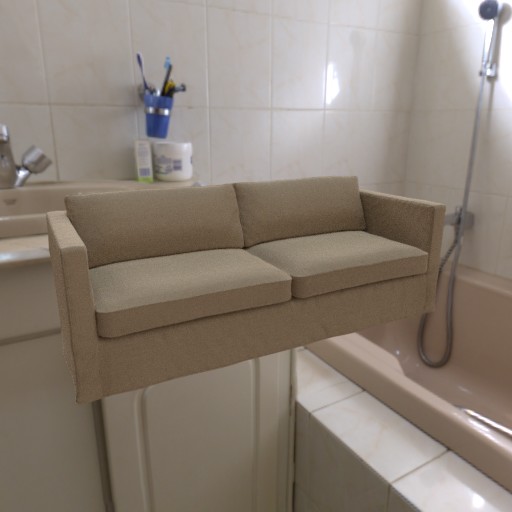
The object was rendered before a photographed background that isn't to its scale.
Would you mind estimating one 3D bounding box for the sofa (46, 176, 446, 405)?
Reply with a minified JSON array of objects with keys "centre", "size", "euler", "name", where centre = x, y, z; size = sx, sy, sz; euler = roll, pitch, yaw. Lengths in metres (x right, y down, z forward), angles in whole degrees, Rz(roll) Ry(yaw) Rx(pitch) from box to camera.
[{"centre":[0.000,0.000,2.765],"size":[2.312,0.853,0.962],"euler":[-8,18,-27],"name":"sofa"}]
